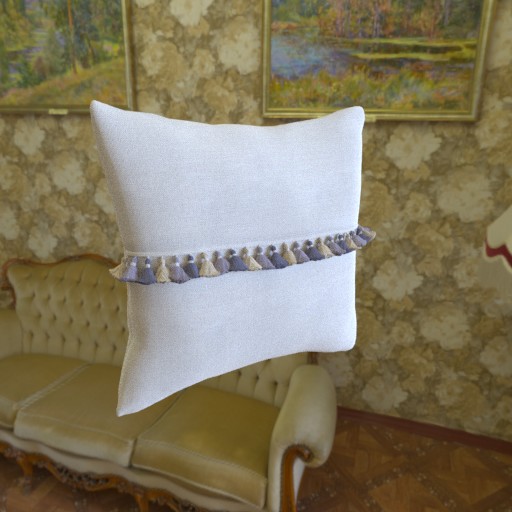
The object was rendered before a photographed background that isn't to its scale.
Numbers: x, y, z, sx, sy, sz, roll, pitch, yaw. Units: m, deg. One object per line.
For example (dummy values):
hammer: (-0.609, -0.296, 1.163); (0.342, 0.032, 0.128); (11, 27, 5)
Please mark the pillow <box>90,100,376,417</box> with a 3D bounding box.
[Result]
pillow: (0.000, 0.000, 0.738); (0.489, 0.481, 0.165); (-9, 19, -27)
